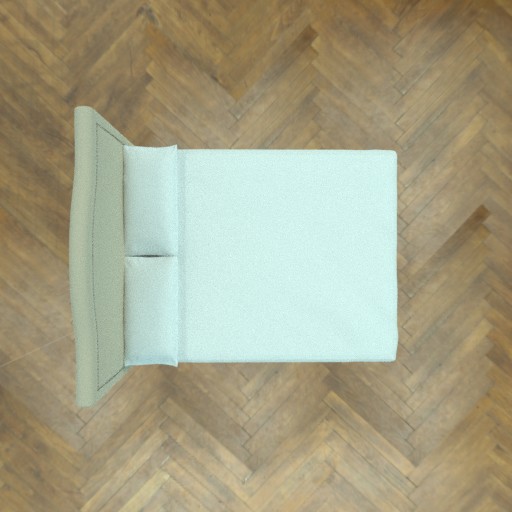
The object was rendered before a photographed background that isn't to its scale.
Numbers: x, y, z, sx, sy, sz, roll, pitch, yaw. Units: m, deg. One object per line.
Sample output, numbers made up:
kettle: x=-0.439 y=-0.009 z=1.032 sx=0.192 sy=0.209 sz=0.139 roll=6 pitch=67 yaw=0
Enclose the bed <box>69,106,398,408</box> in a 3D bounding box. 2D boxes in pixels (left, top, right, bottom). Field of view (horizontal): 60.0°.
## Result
bed: x=0.000 y=0.000 z=3.206 sx=2.143 sy=1.460 sz=1.753 roll=0 pitch=91 yaw=-1
